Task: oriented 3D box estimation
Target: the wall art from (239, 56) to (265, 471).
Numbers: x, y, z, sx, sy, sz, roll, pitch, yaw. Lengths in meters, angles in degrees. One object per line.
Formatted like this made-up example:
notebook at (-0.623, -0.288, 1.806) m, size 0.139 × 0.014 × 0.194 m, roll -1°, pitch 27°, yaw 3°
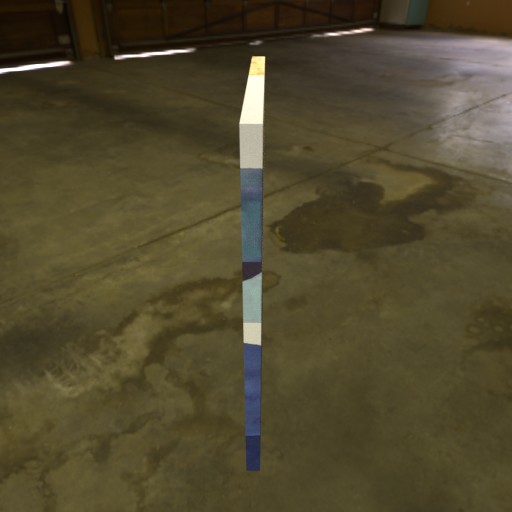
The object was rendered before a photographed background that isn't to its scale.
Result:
wall art at (0.000, 0.000, 0.818) m, size 0.026 × 0.613 × 0.458 m, roll 1°, pitch 32°, yaw 1°
